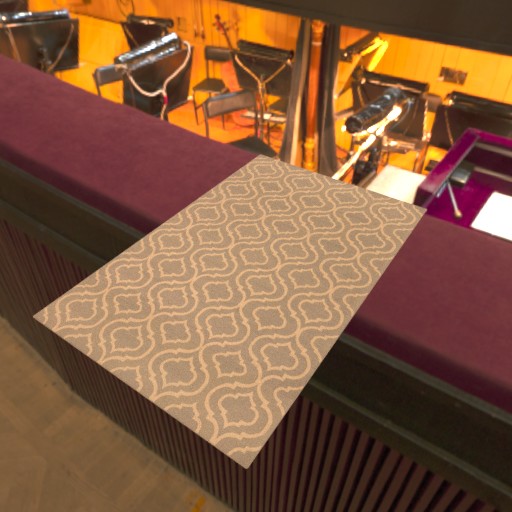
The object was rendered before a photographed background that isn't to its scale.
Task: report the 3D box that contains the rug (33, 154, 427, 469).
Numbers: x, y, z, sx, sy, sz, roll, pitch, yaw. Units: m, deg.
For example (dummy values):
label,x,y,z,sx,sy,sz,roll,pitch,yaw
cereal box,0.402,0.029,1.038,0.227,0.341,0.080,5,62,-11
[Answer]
label,x,y,z,sx,sy,sz,roll,pitch,yaw
rug,0.000,0.000,2.209,1.141,0.015,1.749,25,47,25
